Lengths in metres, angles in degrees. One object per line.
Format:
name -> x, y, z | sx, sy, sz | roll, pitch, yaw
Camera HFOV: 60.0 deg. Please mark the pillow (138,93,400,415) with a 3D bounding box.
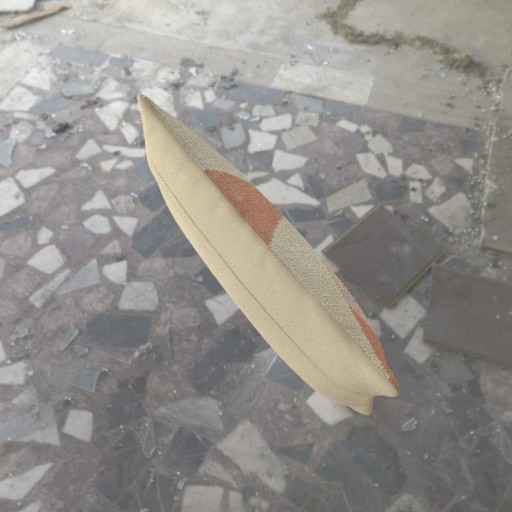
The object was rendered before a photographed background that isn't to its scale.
pillow -> 0.000, 0.000, 0.742 | 0.155, 0.292, 0.609 | -32, 64, -18
